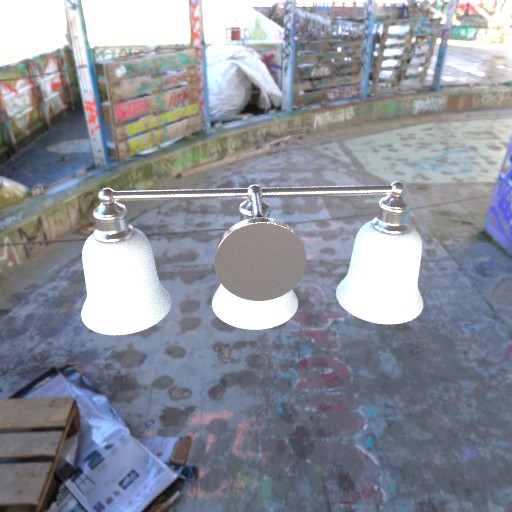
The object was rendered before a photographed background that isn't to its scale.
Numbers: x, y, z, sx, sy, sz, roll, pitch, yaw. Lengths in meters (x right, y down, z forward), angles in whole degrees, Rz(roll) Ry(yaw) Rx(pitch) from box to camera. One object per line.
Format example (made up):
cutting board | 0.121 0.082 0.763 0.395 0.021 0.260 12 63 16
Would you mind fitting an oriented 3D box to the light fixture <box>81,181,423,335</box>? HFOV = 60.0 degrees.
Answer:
light fixture | 0.000 0.000 0.672 0.570 0.211 0.198 -2 31 -3
